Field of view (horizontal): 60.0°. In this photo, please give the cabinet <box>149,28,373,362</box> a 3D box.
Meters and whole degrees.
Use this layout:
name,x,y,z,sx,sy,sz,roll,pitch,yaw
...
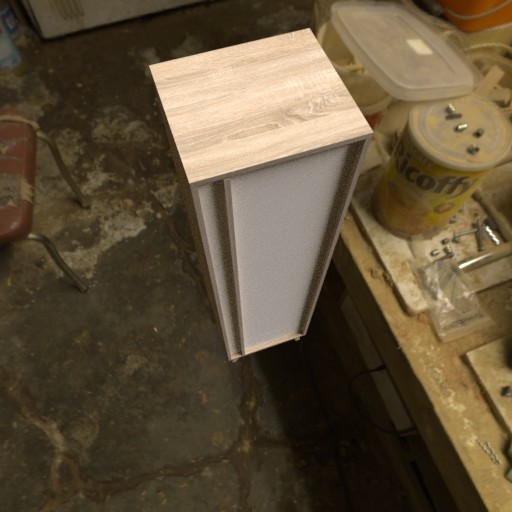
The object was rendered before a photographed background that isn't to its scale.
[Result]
name,x,y,z,sx,sy,sz,roll,pitch,yaw
cabinet,0.000,0.000,2.118,0.510,1.960,0.450,-17,64,-9
